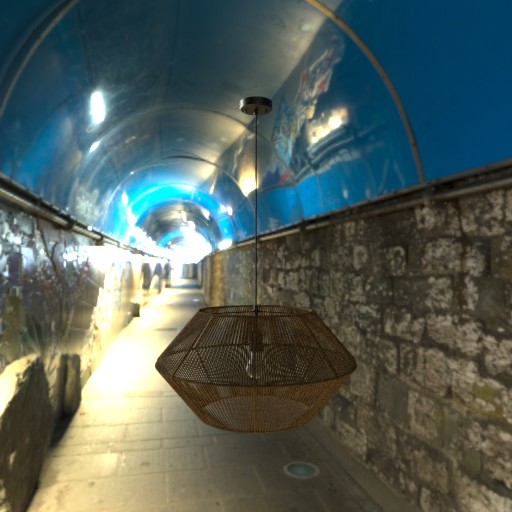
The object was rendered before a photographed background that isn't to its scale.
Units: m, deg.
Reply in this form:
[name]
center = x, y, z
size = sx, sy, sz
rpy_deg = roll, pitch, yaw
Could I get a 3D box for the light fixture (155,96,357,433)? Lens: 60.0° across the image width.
[light fixture]
center = 0.000, 0.000, 1.442
size = 0.643, 1.009, 0.643
rpy_deg = 0, -2, 0
